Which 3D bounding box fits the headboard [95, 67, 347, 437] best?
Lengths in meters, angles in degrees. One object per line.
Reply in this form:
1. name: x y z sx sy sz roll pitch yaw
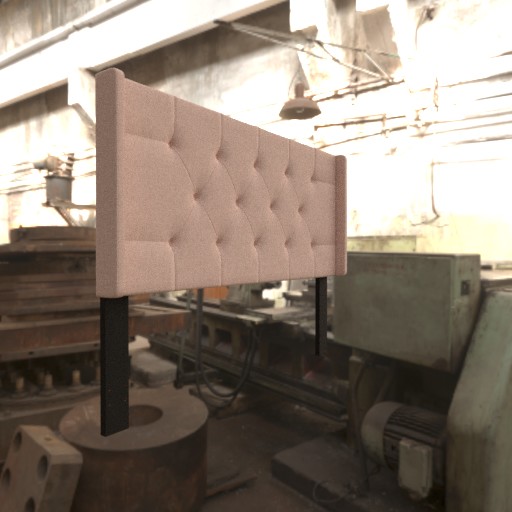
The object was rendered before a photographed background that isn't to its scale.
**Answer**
1. headboard: 0.000 0.000 2.620 0.184 1.524 2.051 0 1 37
